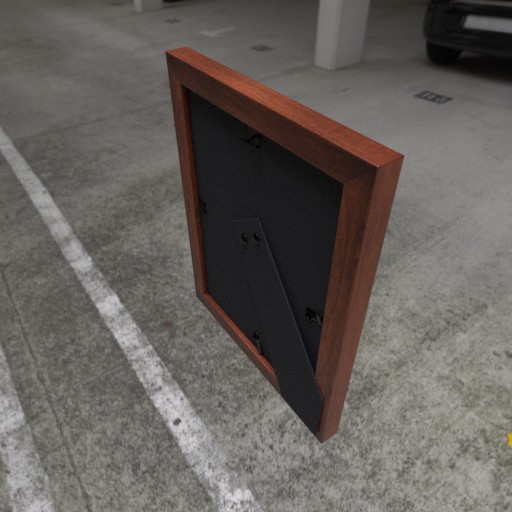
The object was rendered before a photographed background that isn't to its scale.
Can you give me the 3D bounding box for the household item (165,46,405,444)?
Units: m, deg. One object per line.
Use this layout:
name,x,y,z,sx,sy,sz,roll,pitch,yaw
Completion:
household item,0.000,0.000,0.337,0.020,0.250,0.200,-25,47,-26
